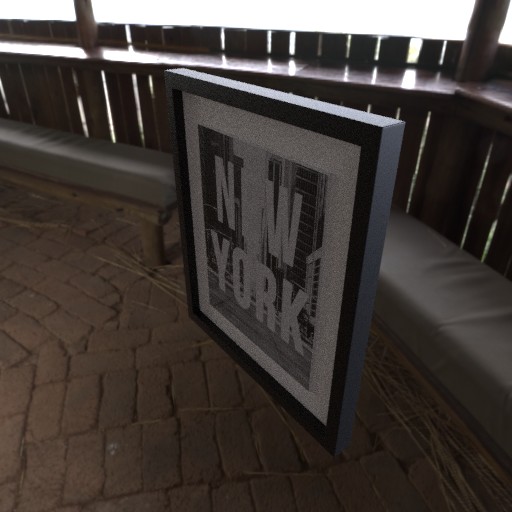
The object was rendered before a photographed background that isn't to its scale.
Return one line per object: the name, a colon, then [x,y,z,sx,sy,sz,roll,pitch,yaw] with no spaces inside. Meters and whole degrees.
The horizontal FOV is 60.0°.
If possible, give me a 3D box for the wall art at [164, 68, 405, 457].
wall art: [0.000,0.000,0.533,0.028,0.381,0.328,-22,37,-32]
